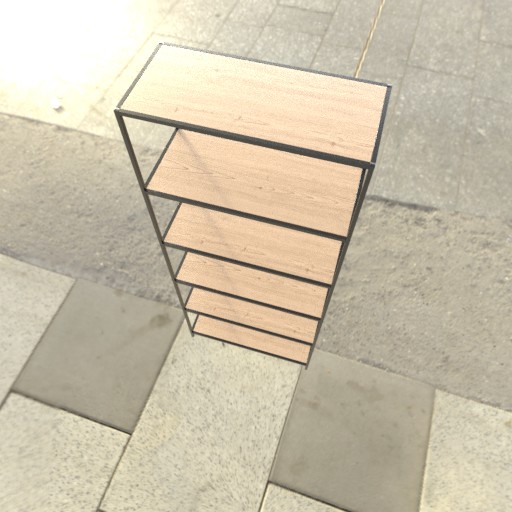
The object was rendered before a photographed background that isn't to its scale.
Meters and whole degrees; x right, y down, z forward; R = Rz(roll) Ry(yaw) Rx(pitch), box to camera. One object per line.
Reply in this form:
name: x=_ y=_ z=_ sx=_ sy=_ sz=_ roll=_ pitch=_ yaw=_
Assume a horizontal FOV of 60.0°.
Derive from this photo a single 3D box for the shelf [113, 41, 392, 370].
shelf: x=0.000 y=0.000 z=2.124 sx=0.770 sy=1.850 sz=0.350 roll=14 pitch=60 yaw=8
